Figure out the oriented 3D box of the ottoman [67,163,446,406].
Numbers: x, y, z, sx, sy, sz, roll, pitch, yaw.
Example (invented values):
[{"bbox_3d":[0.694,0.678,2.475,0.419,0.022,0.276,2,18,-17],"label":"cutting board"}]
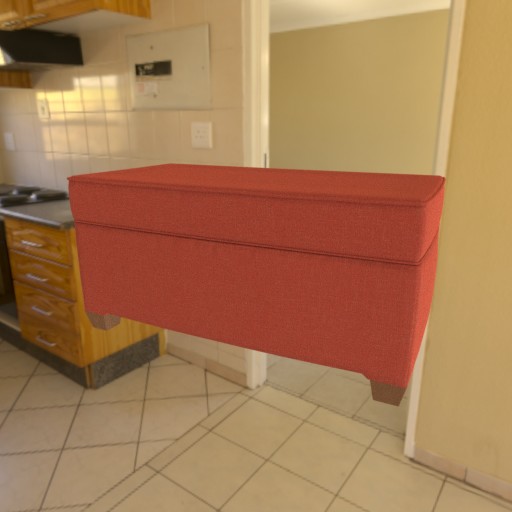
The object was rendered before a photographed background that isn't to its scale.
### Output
[{"bbox_3d":[0.000,0.000,1.265,0.948,0.454,0.497,8,18,25],"label":"ottoman"}]
